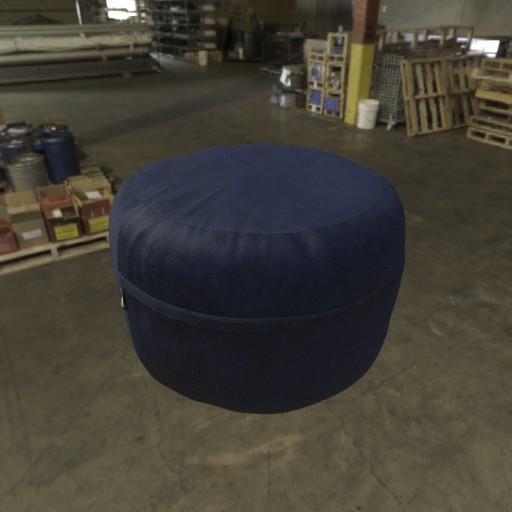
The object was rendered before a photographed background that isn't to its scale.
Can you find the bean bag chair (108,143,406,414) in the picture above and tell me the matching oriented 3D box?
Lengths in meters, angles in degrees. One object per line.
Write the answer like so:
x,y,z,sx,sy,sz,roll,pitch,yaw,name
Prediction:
0.000,0.000,1.950,1.219,0.762,1.219,0,30,0,bean bag chair
